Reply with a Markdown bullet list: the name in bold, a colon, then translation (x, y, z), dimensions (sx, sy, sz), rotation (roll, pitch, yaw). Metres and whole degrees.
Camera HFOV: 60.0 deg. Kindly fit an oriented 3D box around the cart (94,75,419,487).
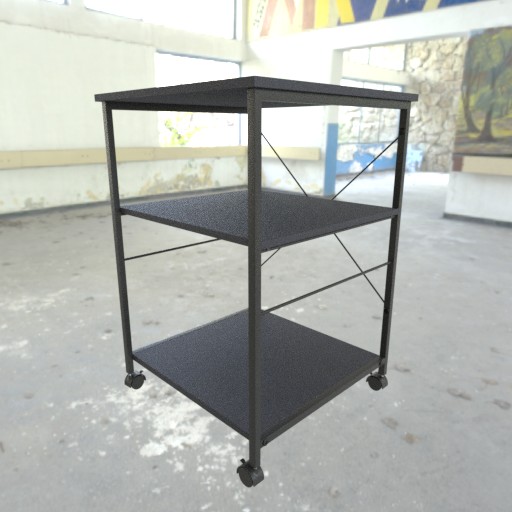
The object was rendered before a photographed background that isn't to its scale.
- **cart**: translation (0.000, 0.000, 1.109), dimensions (0.520, 0.762, 0.521), rotation (-15, 22, -42)
